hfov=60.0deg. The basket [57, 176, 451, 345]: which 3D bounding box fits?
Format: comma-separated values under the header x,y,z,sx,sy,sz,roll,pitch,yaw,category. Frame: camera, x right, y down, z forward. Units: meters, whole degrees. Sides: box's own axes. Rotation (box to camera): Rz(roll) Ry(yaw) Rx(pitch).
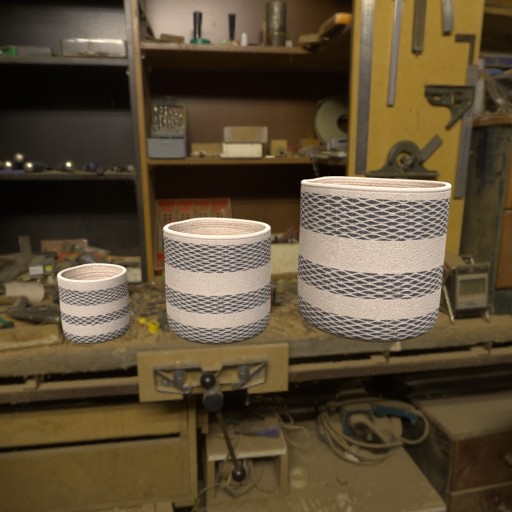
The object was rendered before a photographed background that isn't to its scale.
x,y,z,sx,sy,sz,roll,pitch,yaw,category
0.000,0.000,1.070,0.917,0.356,0.351,-2,14,-7,basket
